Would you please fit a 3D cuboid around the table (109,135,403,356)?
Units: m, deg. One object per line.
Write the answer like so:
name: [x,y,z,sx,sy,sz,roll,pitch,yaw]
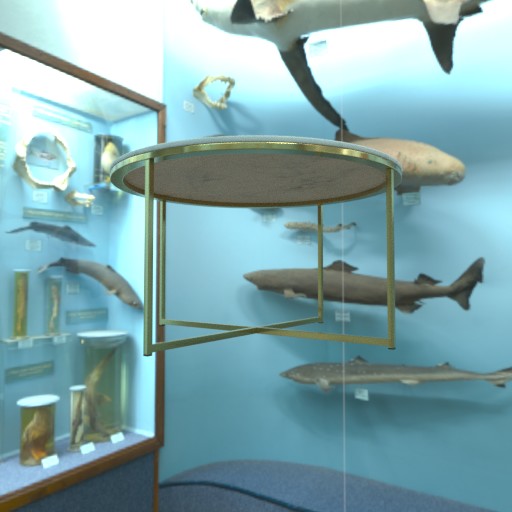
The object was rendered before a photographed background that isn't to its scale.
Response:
table: [0.000,0.000,1.265,0.800,0.450,0.800,0,-2,0]
